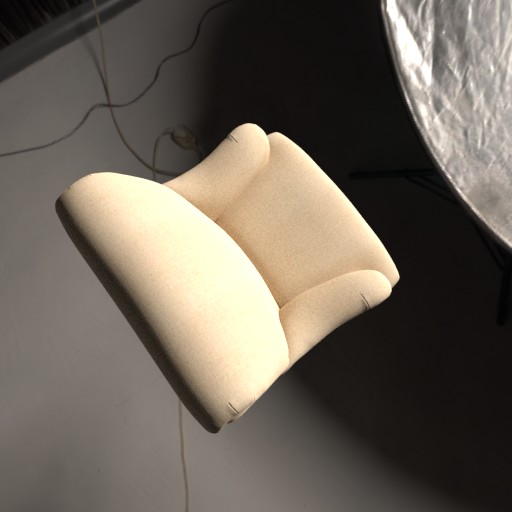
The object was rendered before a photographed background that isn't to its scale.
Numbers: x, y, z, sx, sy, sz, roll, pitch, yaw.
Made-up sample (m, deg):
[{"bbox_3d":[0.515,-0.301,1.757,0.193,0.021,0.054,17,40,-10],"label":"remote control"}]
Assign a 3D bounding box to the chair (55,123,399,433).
[{"bbox_3d":[0.000,0.000,1.558,0.842,0.944,0.766,-36,79,-8],"label":"chair"}]
